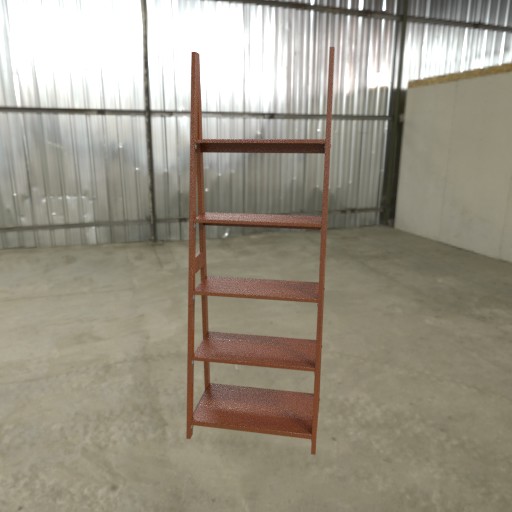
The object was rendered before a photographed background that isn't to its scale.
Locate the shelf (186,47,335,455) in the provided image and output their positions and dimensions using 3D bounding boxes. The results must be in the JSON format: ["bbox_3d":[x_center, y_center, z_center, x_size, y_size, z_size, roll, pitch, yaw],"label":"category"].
[{"bbox_3d":[0.000,0.000,2.033,0.630,1.780,0.356,3,16,10],"label":"shelf"}]
